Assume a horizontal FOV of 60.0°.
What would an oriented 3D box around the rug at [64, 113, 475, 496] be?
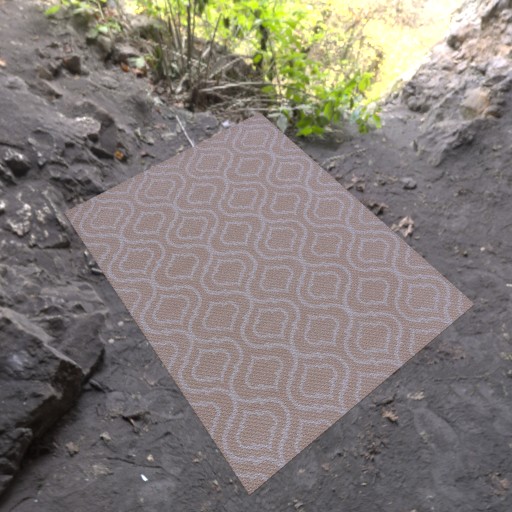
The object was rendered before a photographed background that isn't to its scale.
[{"bbox_3d":[0.000,0.000,3.862,2.286,0.013,2.894,-33,63,-19],"label":"rug"}]
